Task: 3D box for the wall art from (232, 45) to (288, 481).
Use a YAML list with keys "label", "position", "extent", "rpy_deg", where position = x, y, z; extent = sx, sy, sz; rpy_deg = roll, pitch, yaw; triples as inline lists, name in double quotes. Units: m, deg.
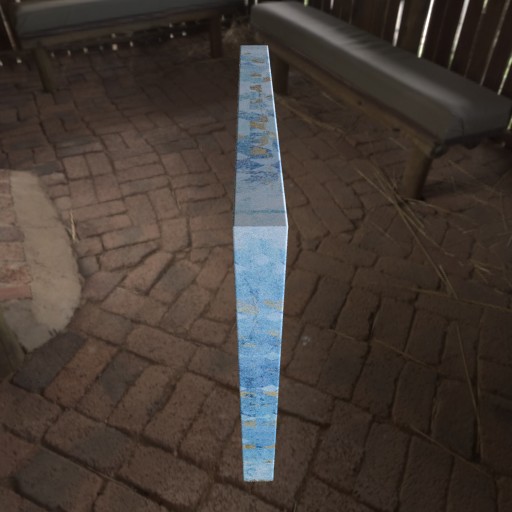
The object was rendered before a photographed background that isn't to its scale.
- label: "wall art"
  position: [0.000, 0.000, 0.582]
  extent: [0.037, 0.405, 0.405]
  rpy_deg: [-1, 41, -1]
